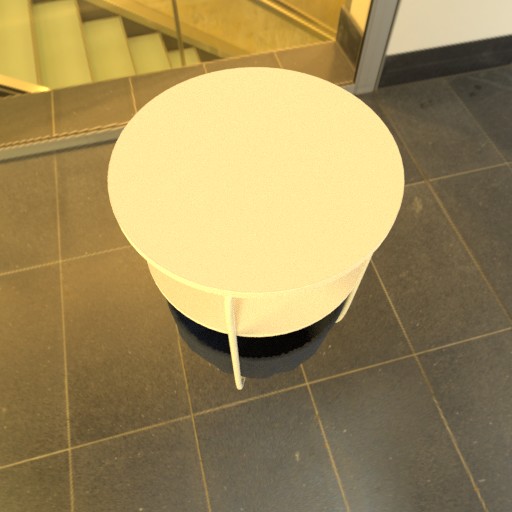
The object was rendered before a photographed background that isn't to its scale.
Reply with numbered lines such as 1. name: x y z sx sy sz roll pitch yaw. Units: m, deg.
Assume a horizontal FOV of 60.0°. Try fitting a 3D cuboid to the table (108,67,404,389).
1. table: 0.000 0.000 0.862 0.418 0.532 0.418 -31 64 -17
